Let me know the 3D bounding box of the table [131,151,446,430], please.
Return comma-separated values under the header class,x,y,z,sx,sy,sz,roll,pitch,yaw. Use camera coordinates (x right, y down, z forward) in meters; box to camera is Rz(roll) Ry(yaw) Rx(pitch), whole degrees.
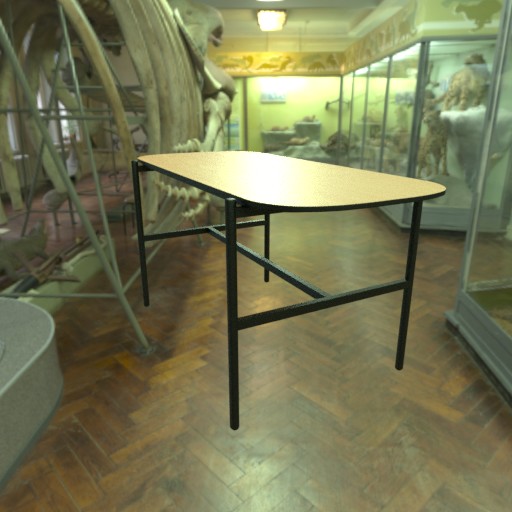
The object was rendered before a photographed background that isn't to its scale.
class,x,y,z,sx,sy,sz,roll,pitch,yaw
table,0.000,0.000,1.019,0.400,0.400,0.800,-10,21,-27
